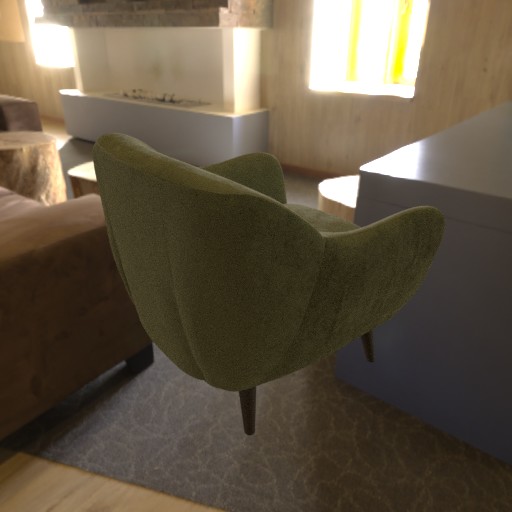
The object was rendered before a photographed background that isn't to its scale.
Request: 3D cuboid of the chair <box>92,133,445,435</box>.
[{"bbox_3d":[0.000,0.000,1.449,0.819,0.804,0.840,-19,33,-32],"label":"chair"}]
